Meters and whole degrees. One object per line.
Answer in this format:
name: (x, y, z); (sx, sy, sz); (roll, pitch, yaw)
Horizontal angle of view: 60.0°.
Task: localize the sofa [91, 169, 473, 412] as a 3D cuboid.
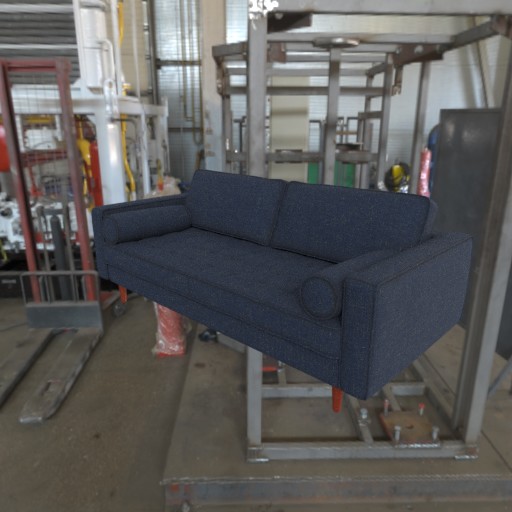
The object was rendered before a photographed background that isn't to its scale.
sofa: (0.000, 0.000, 2.354); (1.880, 0.762, 0.914); (16, 23, 41)
